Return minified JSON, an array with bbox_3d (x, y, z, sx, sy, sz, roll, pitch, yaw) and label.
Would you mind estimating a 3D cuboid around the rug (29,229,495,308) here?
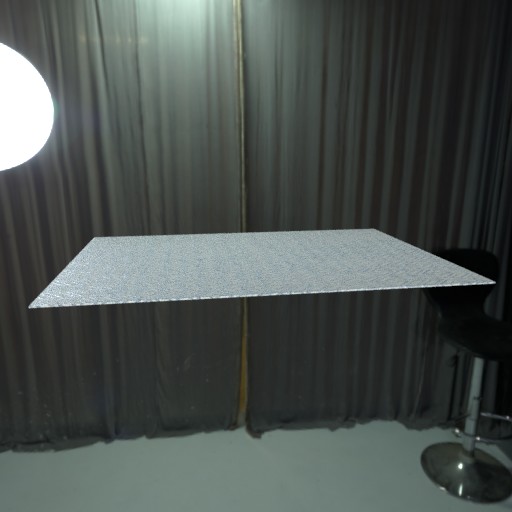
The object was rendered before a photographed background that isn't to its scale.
[{"bbox_3d":[0.000,0.000,2.290,1.824,0.008,1.220,-2,14,-9],"label":"rug"}]
